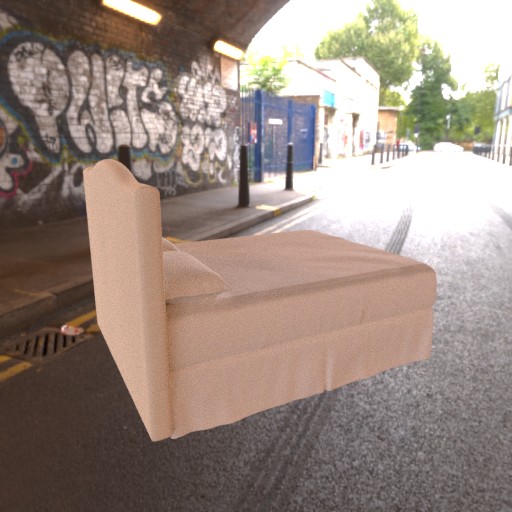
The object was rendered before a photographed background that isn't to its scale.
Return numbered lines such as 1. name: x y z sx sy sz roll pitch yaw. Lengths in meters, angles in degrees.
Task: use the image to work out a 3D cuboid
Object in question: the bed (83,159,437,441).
1. bed: 0.000 0.000 3.333 2.143 1.460 1.753 -8 16 -27
